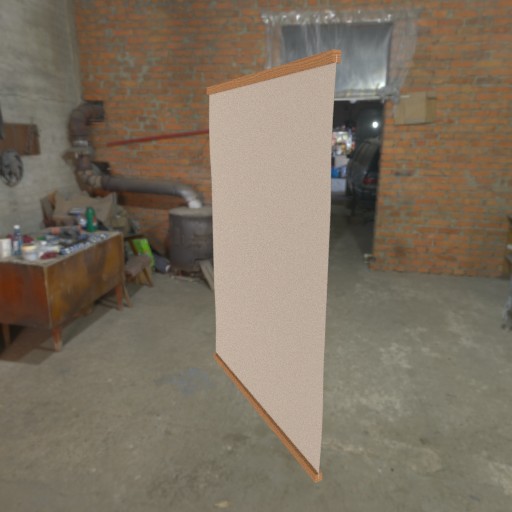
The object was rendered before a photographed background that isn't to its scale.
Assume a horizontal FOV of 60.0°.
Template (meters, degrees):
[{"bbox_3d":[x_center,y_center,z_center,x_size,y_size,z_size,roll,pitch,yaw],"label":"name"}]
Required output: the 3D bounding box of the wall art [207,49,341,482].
[{"bbox_3d":[0.000,0.000,1.326,0.020,1.016,0.739,-7,16,-25],"label":"wall art"}]
